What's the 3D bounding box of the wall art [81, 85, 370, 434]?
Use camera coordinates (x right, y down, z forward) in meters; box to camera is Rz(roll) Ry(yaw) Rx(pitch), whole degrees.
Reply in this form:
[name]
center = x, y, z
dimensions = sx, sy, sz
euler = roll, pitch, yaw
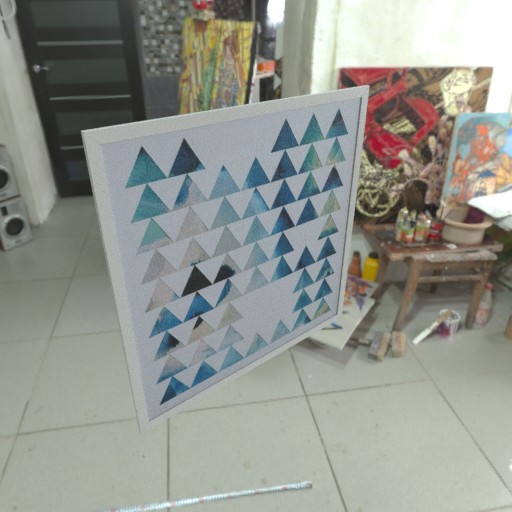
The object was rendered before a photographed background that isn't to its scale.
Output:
[wall art]
center = 0.000, 0.000, 0.688
dimensions = 0.456, 0.456, 0.007
euler = -22, 36, -33
